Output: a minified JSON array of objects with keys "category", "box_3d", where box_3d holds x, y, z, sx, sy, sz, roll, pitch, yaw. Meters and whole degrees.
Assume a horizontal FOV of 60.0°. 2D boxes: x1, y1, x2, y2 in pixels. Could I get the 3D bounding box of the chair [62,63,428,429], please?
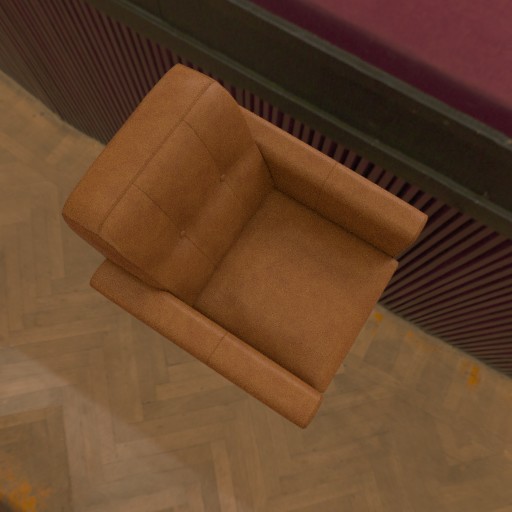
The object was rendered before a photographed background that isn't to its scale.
[{"category":"chair","box_3d":[0.000,0.000,1.639,0.942,0.968,0.845,32,78,8]}]
